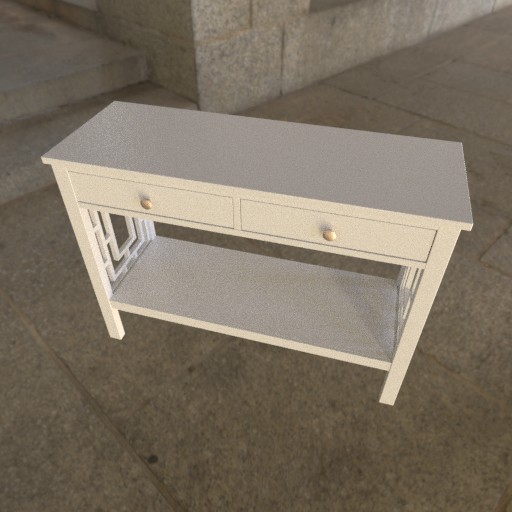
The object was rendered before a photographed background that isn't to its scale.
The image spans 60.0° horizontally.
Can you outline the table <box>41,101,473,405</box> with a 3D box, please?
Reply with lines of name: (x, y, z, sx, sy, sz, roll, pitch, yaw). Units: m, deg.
table: (0.000, 0.000, 1.436, 1.068, 0.753, 0.397, 11, 42, 12)
